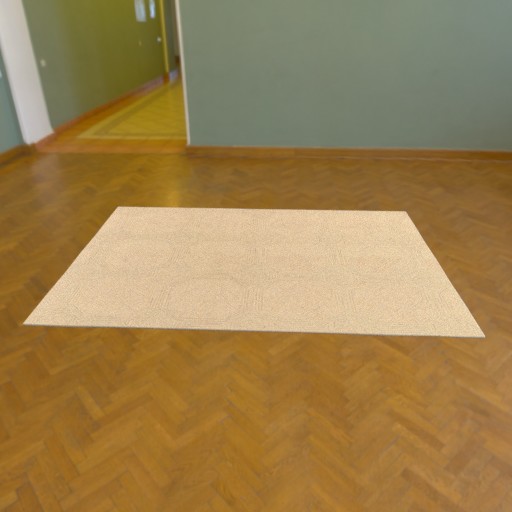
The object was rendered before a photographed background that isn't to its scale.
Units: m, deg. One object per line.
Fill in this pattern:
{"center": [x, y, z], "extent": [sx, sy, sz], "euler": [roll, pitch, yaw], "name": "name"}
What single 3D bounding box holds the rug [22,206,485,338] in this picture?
{"center": [0.000, 0.000, 2.290], "extent": [1.839, 0.009, 1.236], "euler": [1, 29, 2], "name": "rug"}
